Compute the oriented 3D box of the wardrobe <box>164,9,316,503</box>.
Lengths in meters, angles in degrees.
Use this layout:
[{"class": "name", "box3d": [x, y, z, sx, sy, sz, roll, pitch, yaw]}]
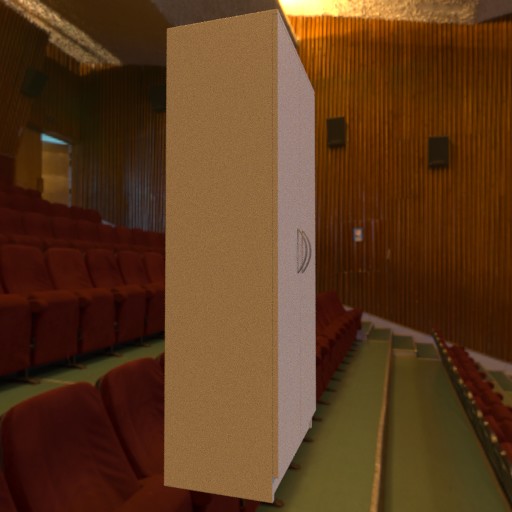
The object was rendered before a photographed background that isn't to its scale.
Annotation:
[{"class": "wardrobe", "box3d": [0.000, 0.000, 1.941, 0.470, 1.700, 0.760, -1, -2, 17]}]
